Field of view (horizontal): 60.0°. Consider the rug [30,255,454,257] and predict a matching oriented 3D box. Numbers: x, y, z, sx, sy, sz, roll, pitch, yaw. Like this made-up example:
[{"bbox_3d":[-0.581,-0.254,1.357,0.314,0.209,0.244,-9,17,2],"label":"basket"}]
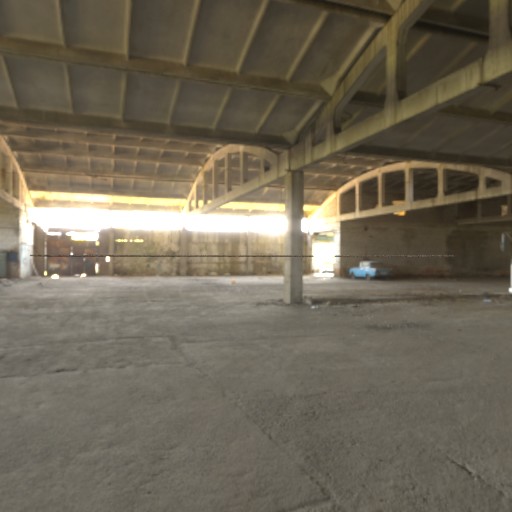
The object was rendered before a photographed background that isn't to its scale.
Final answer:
[{"bbox_3d":[0.000,0.000,2.767,2.443,0.009,0.706,0,0,-19],"label":"rug"}]
